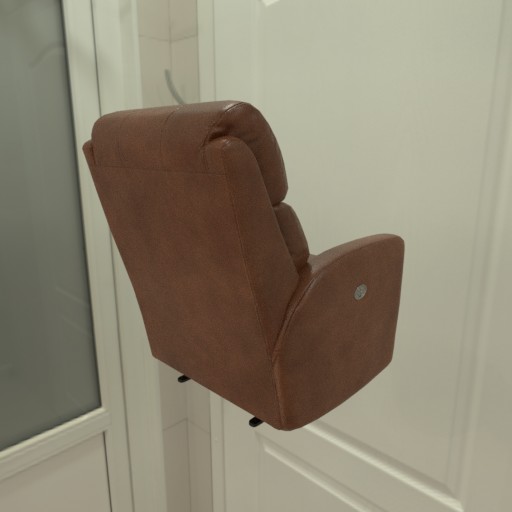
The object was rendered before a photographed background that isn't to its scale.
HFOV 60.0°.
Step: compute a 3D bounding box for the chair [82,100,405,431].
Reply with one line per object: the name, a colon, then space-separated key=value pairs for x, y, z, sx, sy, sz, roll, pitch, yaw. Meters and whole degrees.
chair: x=0.000 y=0.000 z=1.646 sx=0.787 sy=1.016 sz=0.939 roll=14 pitch=20 yaw=43
